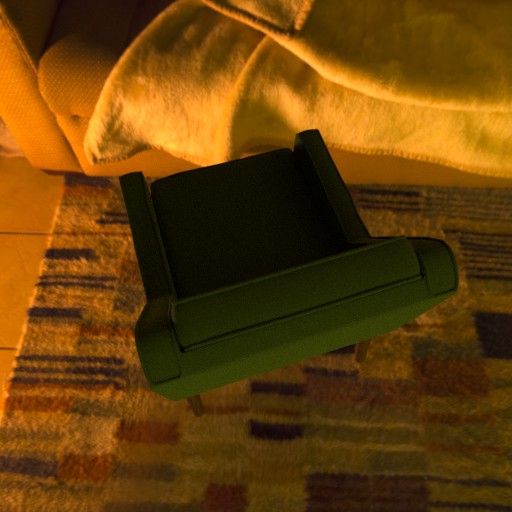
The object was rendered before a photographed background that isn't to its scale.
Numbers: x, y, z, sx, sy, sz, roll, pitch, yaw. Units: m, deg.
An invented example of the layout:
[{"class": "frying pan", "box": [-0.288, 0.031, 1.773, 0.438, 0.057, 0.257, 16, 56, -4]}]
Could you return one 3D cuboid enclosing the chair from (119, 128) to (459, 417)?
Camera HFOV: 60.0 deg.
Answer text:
[{"class": "chair", "box": [0.000, 0.000, 1.302, 0.663, 0.792, 0.743, -16, 62, -9]}]
